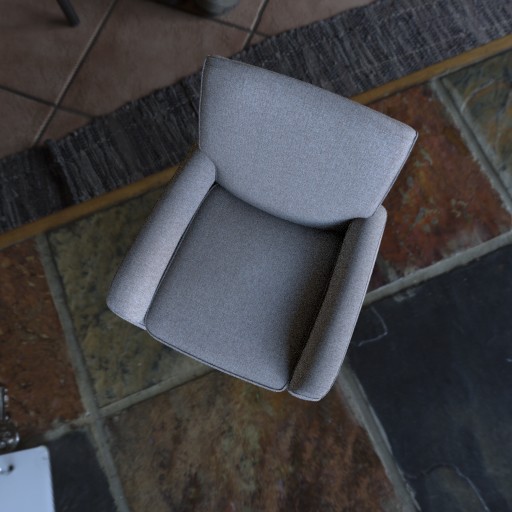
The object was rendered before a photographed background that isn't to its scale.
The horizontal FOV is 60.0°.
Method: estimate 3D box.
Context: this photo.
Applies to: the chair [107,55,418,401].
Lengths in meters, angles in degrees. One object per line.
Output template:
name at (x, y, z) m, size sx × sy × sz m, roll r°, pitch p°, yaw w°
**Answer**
chair at (0.000, 0.000, 1.658) m, size 0.848 × 1.014 × 0.864 m, roll 22°, pitch 76°, yaw 6°
